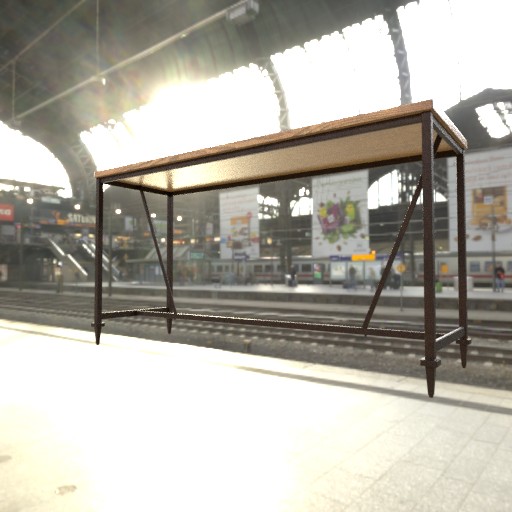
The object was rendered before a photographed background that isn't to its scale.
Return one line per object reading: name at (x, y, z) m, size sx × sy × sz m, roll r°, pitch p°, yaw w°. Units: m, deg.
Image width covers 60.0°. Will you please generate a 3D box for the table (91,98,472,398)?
table at (0.000, 0.000, 2.033) m, size 1.700 × 0.902 × 0.551 m, roll -1°, pitch -3°, yaw 35°
